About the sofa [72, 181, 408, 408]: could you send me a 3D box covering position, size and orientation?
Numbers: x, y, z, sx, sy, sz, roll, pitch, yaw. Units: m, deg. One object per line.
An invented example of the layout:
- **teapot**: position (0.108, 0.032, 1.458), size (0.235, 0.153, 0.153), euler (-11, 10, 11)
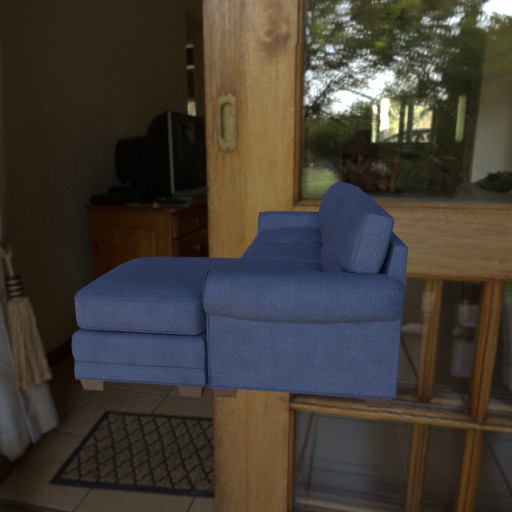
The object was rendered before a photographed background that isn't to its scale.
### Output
- **sofa**: position (0.000, 0.000, 3.447), size (1.780, 1.063, 2.567), euler (2, 13, 7)
